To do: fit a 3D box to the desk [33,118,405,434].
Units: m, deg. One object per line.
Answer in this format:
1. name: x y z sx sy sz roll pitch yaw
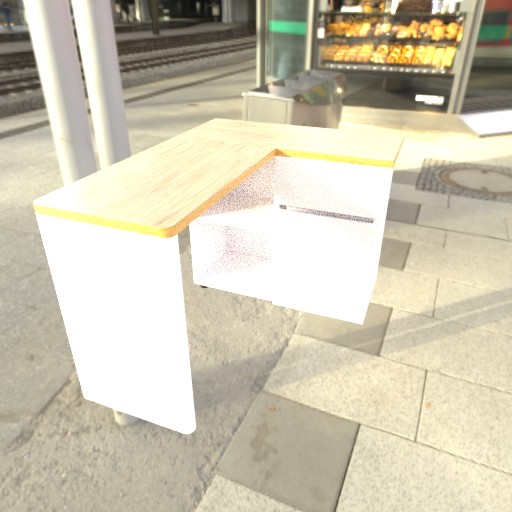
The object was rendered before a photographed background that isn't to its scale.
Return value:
1. desk: 0.000 0.000 1.749 0.900 0.760 1.170 11 31 19
